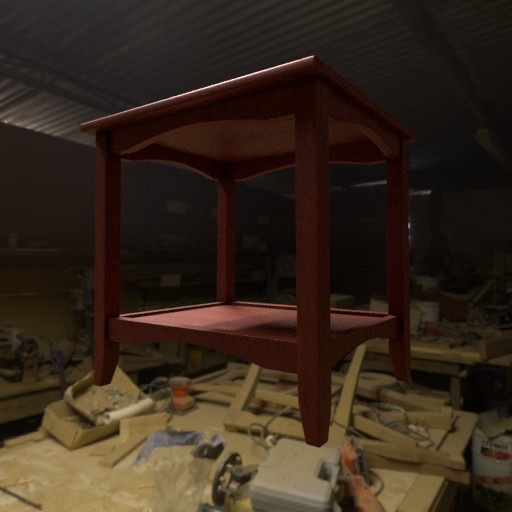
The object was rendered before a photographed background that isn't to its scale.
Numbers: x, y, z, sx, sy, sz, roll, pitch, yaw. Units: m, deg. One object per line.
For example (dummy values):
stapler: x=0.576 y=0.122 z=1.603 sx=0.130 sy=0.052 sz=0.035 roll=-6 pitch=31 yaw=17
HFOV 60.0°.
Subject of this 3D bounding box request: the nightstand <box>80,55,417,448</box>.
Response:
nightstand: x=0.000 y=0.000 z=0.980 sx=0.558 sy=0.558 sz=0.501 roll=0 pitch=0 yaw=36
